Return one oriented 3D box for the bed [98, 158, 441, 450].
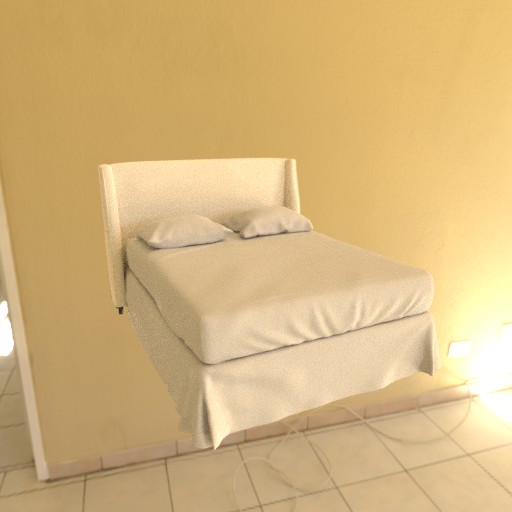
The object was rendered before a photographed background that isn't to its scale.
[{"bbox_3d":[0.000,0.000,3.413,1.925,1.332,2.276,-8,18,-25],"label":"bed"}]
